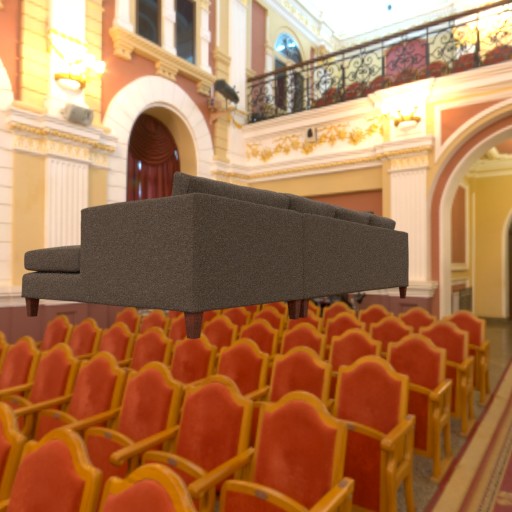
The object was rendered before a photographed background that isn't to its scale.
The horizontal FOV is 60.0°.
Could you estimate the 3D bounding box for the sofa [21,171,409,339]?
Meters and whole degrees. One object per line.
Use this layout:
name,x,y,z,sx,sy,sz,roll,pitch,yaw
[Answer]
sofa,0.000,0.000,3.802,1.625,0.846,3.186,-1,-1,36
